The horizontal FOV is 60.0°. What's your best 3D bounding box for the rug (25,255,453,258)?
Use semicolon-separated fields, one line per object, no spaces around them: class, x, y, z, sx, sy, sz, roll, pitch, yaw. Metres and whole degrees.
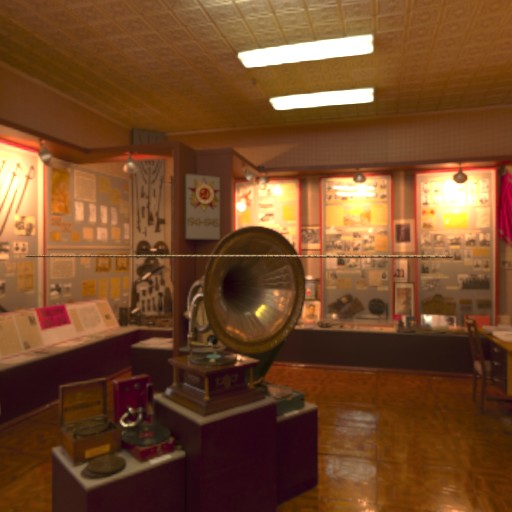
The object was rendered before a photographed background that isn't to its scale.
rug;0.000;0.000;4.260;3.207;0.014;2.439;0;0;17
